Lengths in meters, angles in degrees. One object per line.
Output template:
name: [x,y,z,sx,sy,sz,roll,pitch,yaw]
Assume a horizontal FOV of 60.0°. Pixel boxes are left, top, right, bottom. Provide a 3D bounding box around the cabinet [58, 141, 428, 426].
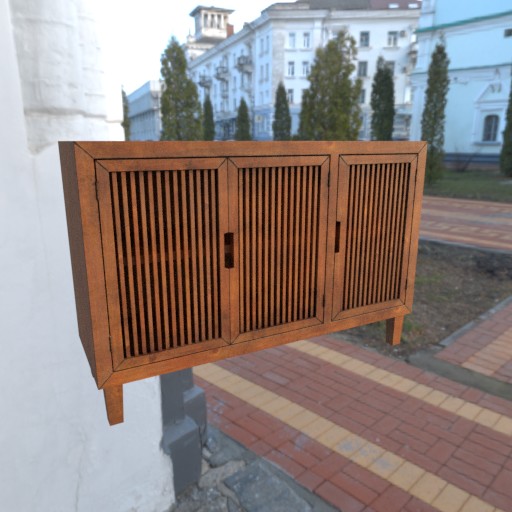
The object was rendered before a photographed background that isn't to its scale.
cabinet: [0.000,0.000,1.605,1.204,0.805,0.403,-8,16,-27]
